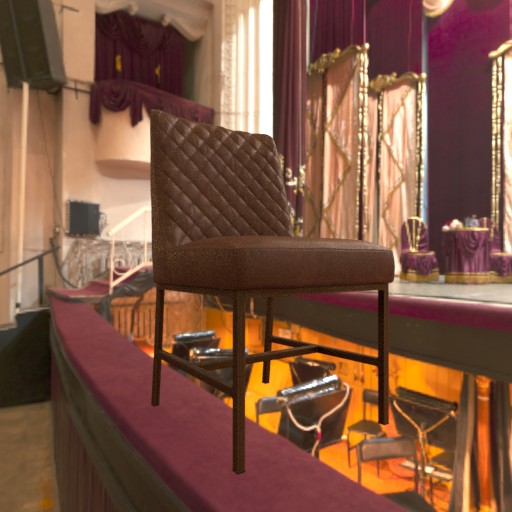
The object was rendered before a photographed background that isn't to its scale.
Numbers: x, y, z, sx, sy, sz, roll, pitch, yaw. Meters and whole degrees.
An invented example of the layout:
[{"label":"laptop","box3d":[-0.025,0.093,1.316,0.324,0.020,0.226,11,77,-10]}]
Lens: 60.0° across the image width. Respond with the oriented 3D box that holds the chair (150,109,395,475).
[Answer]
[{"label":"chair","box3d":[0.000,0.000,1.258,0.508,0.889,0.587,0,0,-35]}]
